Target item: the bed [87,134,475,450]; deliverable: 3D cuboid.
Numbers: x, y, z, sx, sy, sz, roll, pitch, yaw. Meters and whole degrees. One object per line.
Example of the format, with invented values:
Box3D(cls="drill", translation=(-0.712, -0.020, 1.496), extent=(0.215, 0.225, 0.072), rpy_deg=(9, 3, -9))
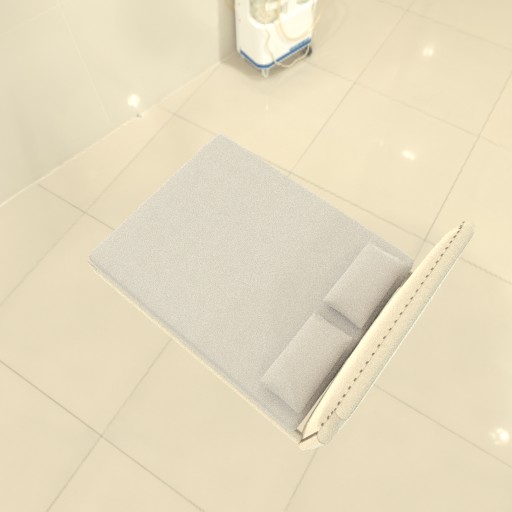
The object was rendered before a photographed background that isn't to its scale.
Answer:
Box3D(cls="bed", translation=(0.000, 0.000, 3.462), extent=(2.372, 1.497, 1.712), rpy_deg=(36, 70, 16))
